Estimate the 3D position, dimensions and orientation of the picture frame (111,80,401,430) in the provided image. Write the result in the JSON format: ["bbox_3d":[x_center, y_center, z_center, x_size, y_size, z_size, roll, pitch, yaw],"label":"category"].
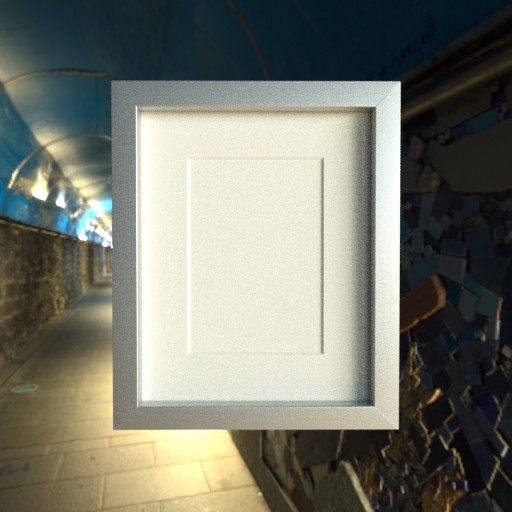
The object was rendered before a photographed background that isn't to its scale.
[{"bbox_3d":[0.000,0.000,0.376,0.233,0.282,0.036,0,1,0],"label":"picture frame"}]
